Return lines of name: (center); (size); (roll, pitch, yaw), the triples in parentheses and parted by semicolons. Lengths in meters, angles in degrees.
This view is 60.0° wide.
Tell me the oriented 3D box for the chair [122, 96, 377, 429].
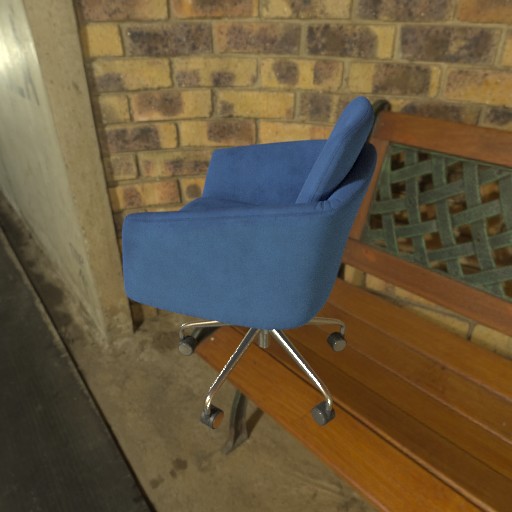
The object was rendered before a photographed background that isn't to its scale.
chair: (0.000, 0.000, 1.361); (0.635, 0.908, 0.641); (8, 31, 14)
